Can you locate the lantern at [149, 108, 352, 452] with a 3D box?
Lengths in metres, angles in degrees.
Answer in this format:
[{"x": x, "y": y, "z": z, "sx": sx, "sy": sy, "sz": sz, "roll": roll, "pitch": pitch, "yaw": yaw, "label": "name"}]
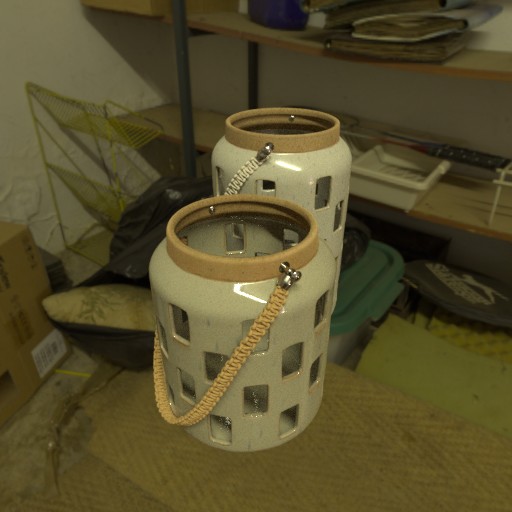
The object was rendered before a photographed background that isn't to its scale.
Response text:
[{"x": 0.000, "y": 0.000, "z": 0.491, "sx": 0.184, "sy": 0.255, "sz": 0.347, "roll": 7, "pitch": 31, "yaw": 12, "label": "lantern"}]
